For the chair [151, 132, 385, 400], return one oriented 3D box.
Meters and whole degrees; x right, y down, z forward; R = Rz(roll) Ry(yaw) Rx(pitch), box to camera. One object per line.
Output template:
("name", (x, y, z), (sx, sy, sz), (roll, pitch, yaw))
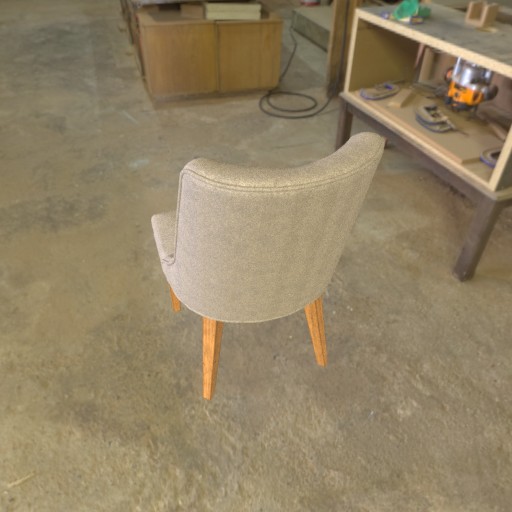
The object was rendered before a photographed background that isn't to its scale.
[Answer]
("chair", (0.000, 0.000, 1.327), (0.548, 0.916, 0.636), (-12, 42, -14))
